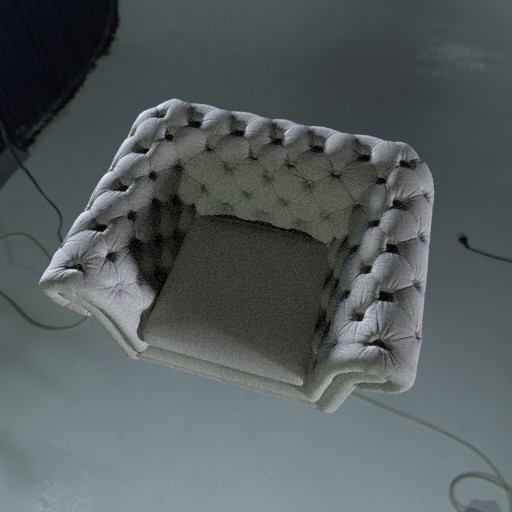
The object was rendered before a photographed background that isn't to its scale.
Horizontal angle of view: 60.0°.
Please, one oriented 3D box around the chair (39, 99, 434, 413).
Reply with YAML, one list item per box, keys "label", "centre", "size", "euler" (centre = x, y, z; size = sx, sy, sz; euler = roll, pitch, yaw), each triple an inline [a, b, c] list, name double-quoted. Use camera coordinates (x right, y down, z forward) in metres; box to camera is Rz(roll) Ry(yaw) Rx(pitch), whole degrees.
- label: "chair"
  centre: [0.000, 0.000, 1.875]
  size: [1.270, 0.770, 0.976]
  euler: [13, 60, 8]
